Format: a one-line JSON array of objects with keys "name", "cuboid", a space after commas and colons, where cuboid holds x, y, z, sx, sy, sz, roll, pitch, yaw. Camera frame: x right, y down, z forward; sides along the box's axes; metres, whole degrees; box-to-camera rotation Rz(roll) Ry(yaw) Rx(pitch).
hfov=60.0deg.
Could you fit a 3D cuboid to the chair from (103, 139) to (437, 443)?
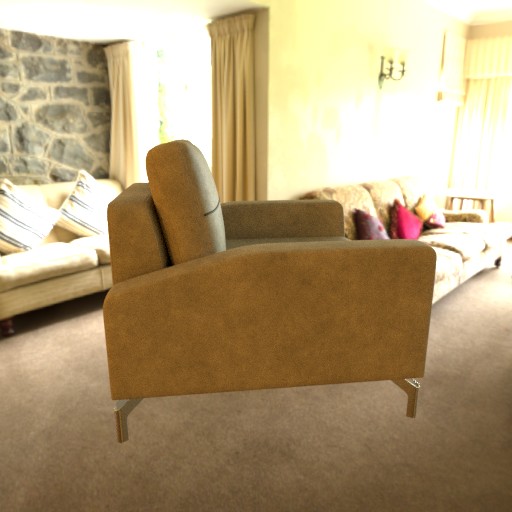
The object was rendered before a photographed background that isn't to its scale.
[{"name": "chair", "cuboid": [0.000, 0.000, 1.579, 0.900, 0.800, 0.900, -2, 16, -7]}]
